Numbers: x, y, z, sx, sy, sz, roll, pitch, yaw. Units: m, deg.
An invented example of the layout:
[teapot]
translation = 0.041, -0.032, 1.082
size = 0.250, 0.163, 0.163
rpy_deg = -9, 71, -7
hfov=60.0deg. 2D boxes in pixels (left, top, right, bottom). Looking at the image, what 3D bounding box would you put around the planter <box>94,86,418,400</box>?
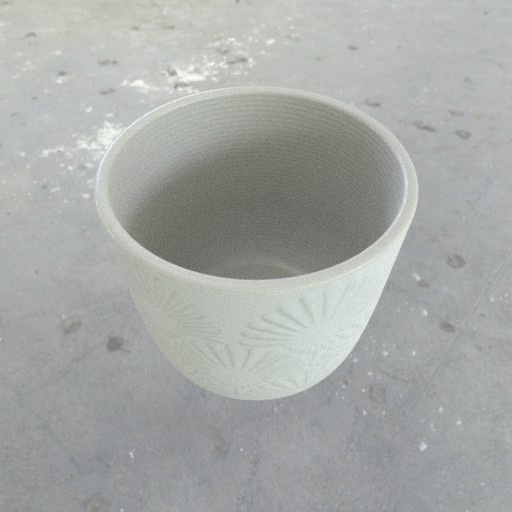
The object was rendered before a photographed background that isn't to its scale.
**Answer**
[planter]
translation = 0.000, 0.000, 0.213
size = 0.124, 0.109, 0.124
rpy_deg = 0, 49, 0
